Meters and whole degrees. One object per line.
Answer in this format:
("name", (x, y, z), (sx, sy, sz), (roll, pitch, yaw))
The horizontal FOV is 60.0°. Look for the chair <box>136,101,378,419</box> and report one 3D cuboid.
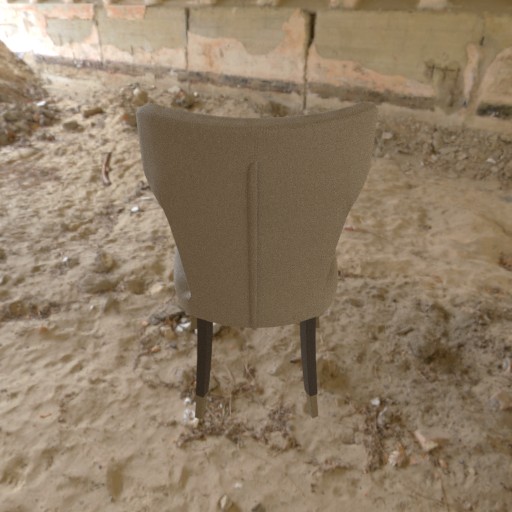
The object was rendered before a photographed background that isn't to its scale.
("chair", (0.000, 0.000, 1.327), (0.526, 0.955, 0.630), (0, 30, -1))
